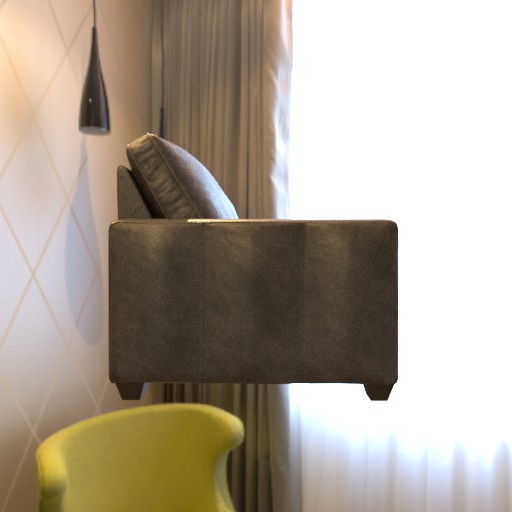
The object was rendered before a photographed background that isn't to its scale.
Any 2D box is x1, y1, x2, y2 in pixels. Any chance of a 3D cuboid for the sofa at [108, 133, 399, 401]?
[{"bbox_3d":[0.000,0.000,2.258,0.939,0.916,1.732,0,1,1],"label":"sofa"}]
